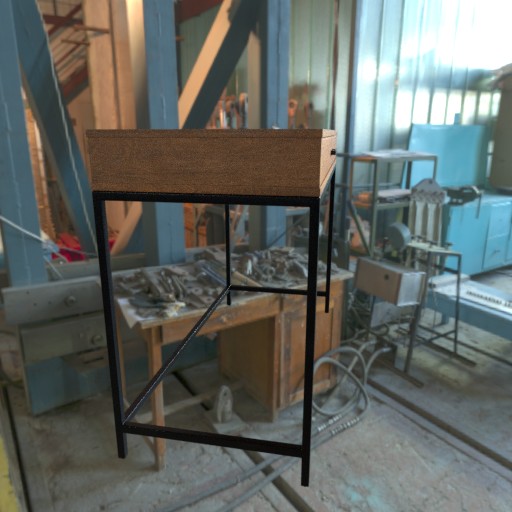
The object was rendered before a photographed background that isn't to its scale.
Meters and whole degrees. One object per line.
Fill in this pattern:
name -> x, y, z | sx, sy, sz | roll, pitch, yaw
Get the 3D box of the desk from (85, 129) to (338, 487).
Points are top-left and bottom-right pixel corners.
desk -> 0.000, 0.000, 1.396 | 0.470, 0.762, 1.016 | 3, 16, 11
